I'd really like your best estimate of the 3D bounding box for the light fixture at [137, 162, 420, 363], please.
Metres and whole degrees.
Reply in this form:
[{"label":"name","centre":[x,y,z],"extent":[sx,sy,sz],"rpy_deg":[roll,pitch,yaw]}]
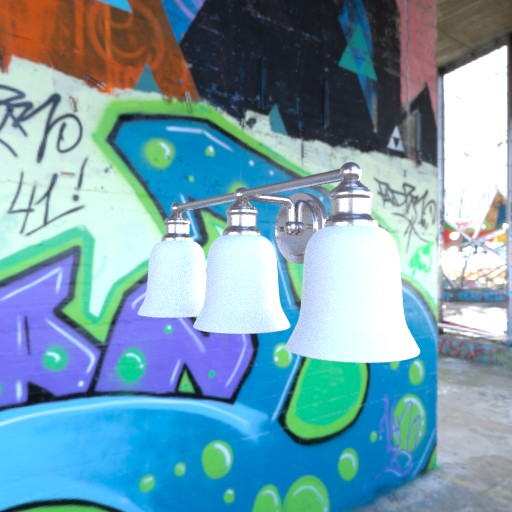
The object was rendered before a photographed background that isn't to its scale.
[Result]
[{"label":"light fixture","centre":[0.000,0.000,0.684],"extent":[0.198,0.211,0.570],"rpy_deg":[1,-1,-37]}]
